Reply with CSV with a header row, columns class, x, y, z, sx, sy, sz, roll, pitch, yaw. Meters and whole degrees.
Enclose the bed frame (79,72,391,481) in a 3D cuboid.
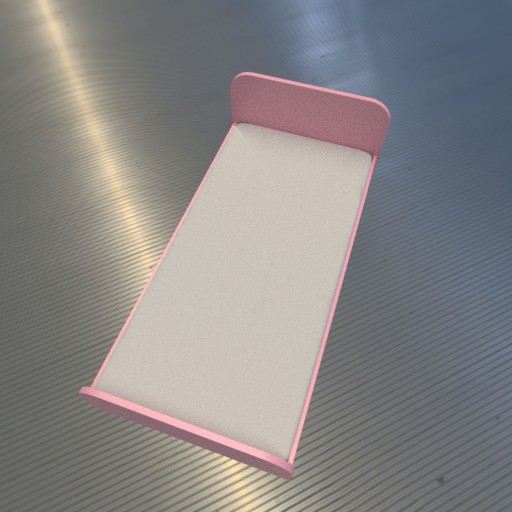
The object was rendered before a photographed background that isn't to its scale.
class,x,y,z,sx,sy,sz,roll,pitch,yaw
bed frame,0.000,0.000,2.435,0.998,0.805,1.963,16,59,10
